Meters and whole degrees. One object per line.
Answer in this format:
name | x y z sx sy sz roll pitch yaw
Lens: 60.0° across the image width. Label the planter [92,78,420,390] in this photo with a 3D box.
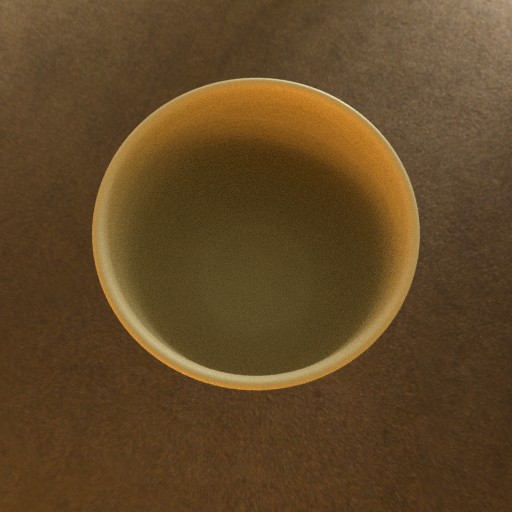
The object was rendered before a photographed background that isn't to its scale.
planter | 0.000 0.000 0.302 0.169 0.153 0.169 0 76 0
